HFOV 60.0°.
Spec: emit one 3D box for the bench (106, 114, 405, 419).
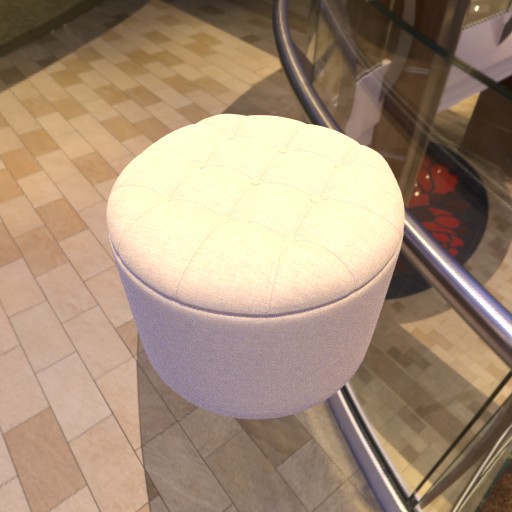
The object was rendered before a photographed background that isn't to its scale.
[{"bbox_3d":[0.000,0.000,1.025,0.600,0.454,0.600,0,45,0],"label":"bench"}]
